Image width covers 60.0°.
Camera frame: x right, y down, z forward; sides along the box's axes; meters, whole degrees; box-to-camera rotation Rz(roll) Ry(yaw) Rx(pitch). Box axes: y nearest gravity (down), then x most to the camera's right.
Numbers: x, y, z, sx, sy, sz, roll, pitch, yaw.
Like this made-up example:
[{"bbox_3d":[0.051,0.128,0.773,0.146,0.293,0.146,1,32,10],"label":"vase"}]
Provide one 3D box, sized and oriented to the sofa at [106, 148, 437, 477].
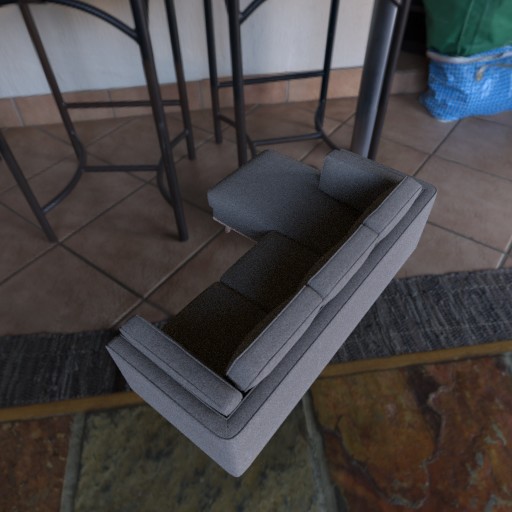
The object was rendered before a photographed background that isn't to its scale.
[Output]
[{"bbox_3d":[0.000,0.000,3.160,1.604,0.929,2.411,30,53,25],"label":"sofa"}]
